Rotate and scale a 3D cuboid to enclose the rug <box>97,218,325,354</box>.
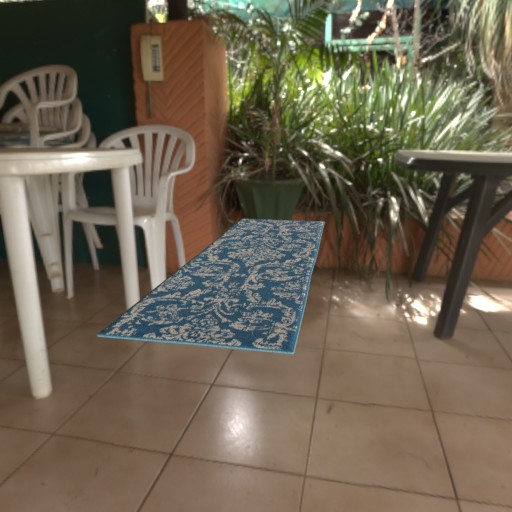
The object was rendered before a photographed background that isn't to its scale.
[{"bbox_3d":[0.000,0.000,2.455,0.662,0.011,2.196,3,15,11],"label":"rug"}]
